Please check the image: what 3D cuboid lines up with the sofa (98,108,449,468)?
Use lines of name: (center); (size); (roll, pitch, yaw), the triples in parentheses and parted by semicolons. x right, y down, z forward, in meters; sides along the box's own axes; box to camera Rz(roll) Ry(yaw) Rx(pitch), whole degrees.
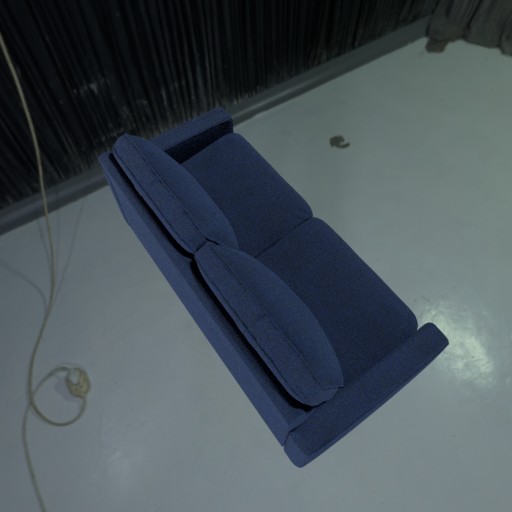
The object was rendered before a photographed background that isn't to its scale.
sofa: (0.000, 0.000, 2.578); (0.940, 0.919, 2.080); (-32, 64, -17)
